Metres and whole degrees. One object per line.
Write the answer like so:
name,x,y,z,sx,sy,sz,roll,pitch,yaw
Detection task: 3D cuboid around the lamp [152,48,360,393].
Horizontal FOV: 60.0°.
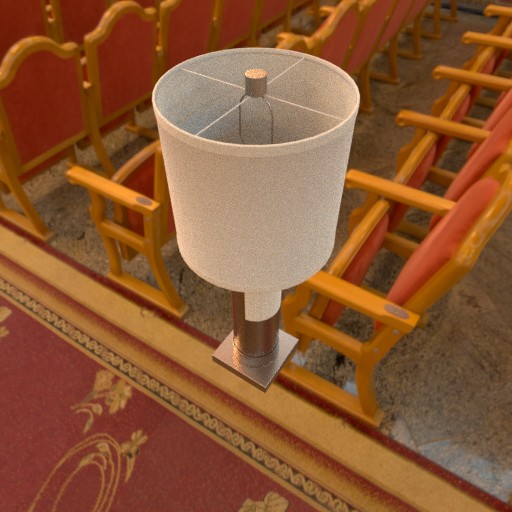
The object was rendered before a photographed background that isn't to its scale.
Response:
lamp,0.000,0.000,0.609,0.202,0.509,0.202,26,52,22
